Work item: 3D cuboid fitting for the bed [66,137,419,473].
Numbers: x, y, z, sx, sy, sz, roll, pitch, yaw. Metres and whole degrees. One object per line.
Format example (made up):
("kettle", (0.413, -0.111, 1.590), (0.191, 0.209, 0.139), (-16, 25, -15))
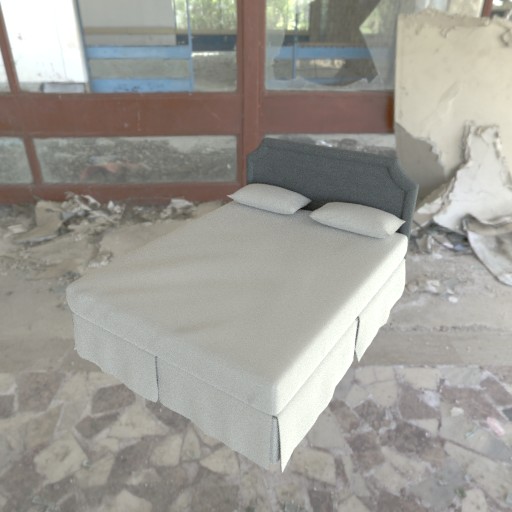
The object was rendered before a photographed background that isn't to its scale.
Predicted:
("bed", (0.000, 0.000, 3.669), (1.977, 1.306, 2.464), (18, 33, 30))
